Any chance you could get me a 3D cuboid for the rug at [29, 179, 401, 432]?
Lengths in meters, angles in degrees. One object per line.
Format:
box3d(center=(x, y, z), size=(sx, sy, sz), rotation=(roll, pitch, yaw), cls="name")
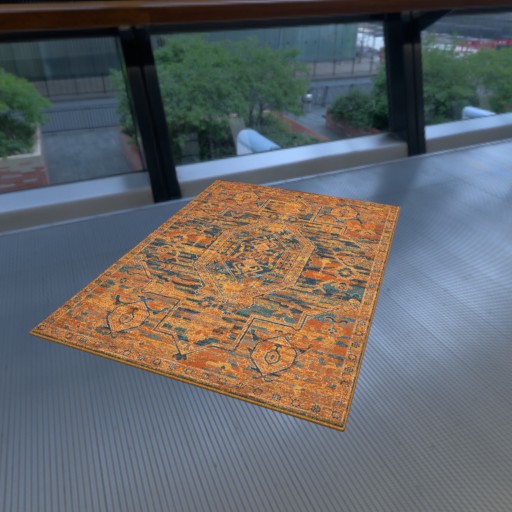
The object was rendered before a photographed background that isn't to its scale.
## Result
box3d(center=(0.000, 0.000, 2.846), size=(1.588, 0.024, 2.204), rotation=(11, 33, 18), cls="rug")
